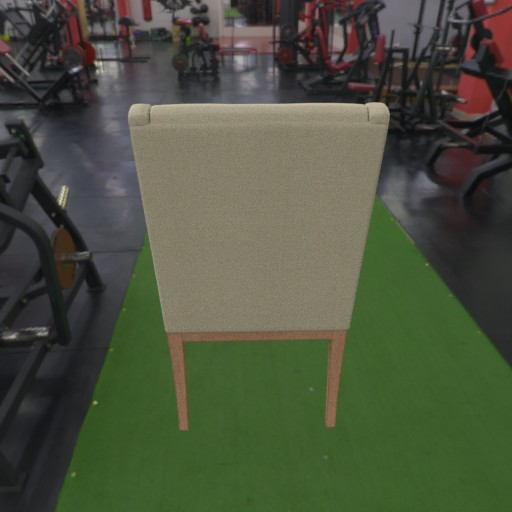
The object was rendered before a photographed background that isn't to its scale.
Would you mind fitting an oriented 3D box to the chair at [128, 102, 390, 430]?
[{"bbox_3d":[0.000,0.000,1.382,0.575,1.021,0.611,-1,30,-1],"label":"chair"}]
